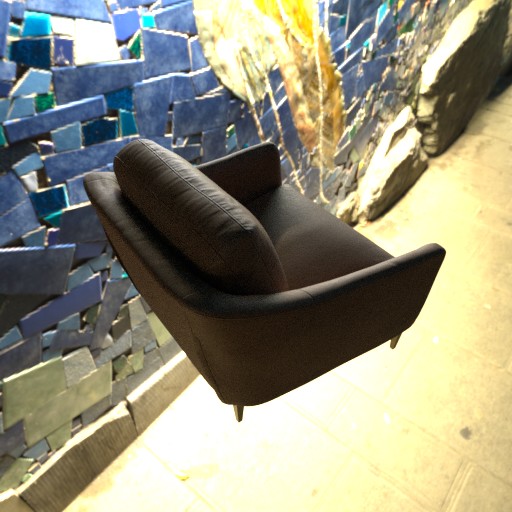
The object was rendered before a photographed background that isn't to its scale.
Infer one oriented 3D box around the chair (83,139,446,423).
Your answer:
[{"bbox_3d":[0.000,0.000,1.699,0.963,0.895,0.988,-26,48,-27],"label":"chair"}]
